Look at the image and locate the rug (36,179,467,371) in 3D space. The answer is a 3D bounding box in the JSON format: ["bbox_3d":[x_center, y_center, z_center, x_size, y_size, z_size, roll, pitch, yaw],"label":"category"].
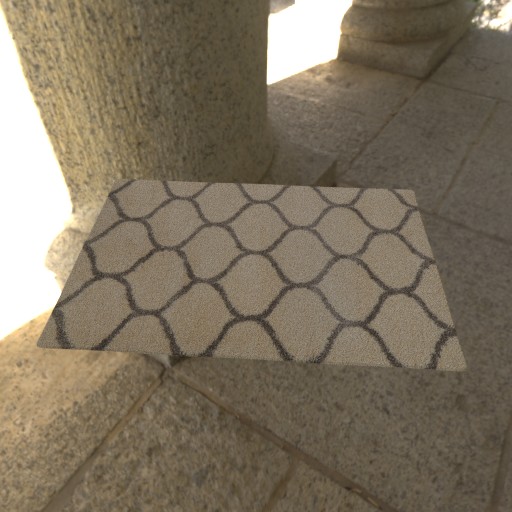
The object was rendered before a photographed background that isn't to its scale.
[{"bbox_3d":[0.000,0.000,3.381,2.701,0.026,1.801,3,46,3],"label":"rug"}]
